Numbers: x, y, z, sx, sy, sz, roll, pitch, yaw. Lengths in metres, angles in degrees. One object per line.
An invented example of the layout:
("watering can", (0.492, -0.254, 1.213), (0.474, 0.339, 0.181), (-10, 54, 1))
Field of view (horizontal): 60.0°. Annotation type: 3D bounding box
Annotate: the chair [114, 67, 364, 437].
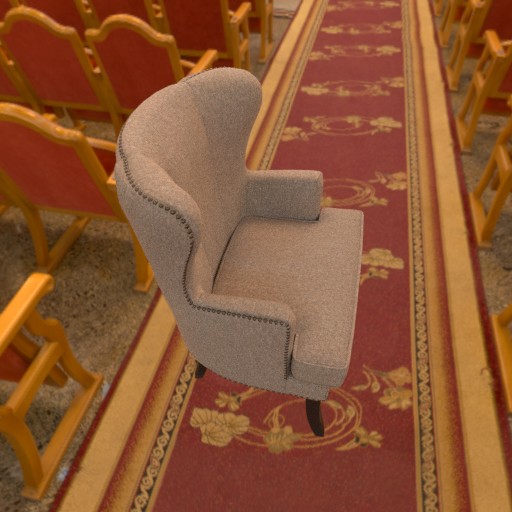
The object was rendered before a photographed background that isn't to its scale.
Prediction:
("chair", (0.000, 0.000, 1.604), (0.758, 1.060, 0.759), (10, 48, 9))
